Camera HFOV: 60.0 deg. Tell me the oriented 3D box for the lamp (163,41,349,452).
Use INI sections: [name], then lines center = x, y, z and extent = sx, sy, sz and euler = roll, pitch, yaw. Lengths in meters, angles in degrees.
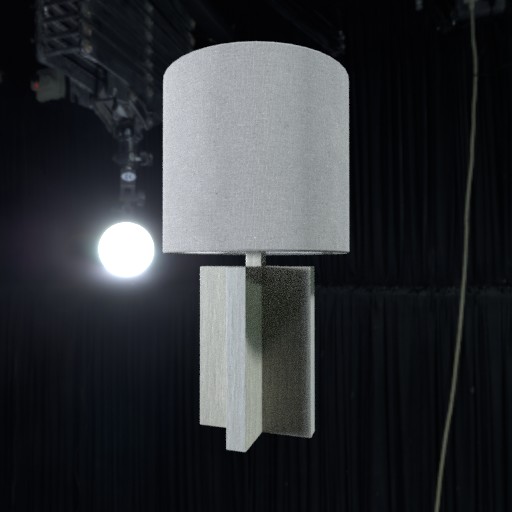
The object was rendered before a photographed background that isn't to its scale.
[lamp]
center = 0.000, 0.000, 0.555
extent = 0.229, 0.428, 0.229
euler = 0, -1, 18
